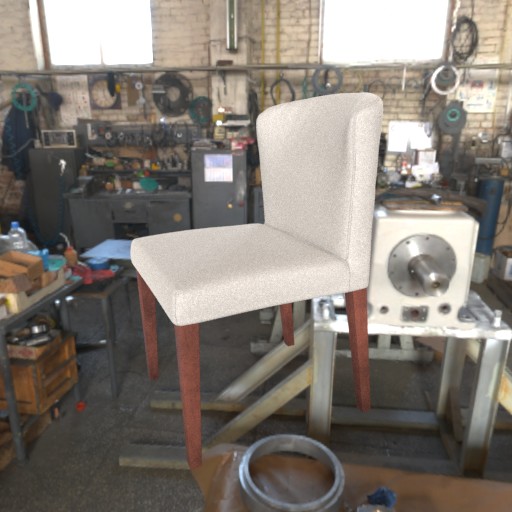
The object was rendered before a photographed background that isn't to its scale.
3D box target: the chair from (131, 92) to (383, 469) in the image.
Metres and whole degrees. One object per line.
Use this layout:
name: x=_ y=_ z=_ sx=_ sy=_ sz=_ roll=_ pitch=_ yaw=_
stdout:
chair: x=0.000 y=0.000 z=1.195 sx=0.592 sy=0.839 sz=0.491 roll=-8 pitch=19 yaw=-24
